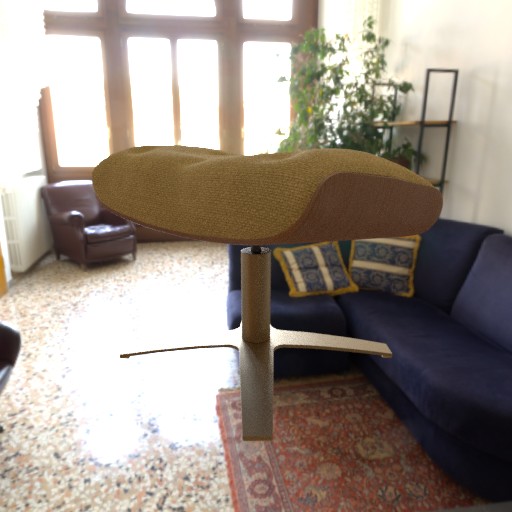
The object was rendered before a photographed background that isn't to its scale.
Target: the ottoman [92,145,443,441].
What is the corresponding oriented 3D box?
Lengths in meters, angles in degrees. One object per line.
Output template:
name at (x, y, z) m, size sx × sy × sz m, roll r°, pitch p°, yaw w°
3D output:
ottoman at (0.000, 0.000, 0.809) m, size 0.520 × 0.391 × 0.394 m, roll 14°, pitch 21°, yaw 43°
